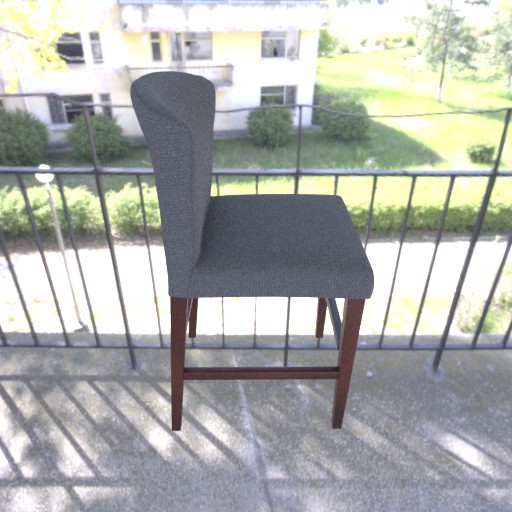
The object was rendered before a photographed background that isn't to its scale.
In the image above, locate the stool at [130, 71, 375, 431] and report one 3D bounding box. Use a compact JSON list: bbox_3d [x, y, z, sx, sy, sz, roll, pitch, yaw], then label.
[{"bbox_3d":[0.000,0.000,1.276,0.568,0.968,0.479,0,31,0],"label":"stool"}]
